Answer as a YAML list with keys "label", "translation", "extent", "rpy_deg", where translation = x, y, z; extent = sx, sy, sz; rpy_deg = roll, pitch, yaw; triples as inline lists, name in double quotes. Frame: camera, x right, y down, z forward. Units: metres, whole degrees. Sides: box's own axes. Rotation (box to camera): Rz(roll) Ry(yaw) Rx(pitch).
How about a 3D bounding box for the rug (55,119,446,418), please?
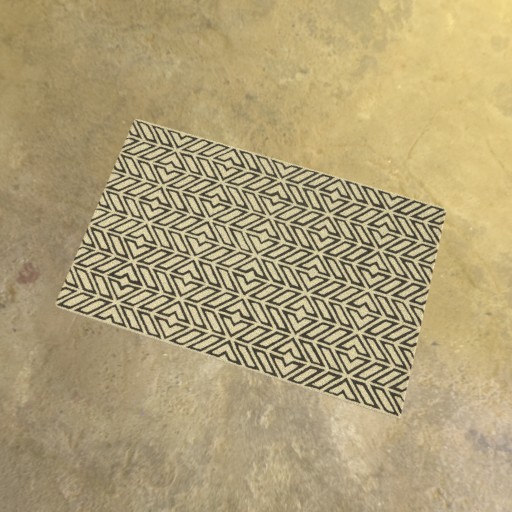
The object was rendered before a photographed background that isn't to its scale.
- label: "rug"
  translation: [0.000, 0.000, 3.143]
  extent: [2.438, 0.008, 1.523]
  rpy_deg: [17, 76, 4]
